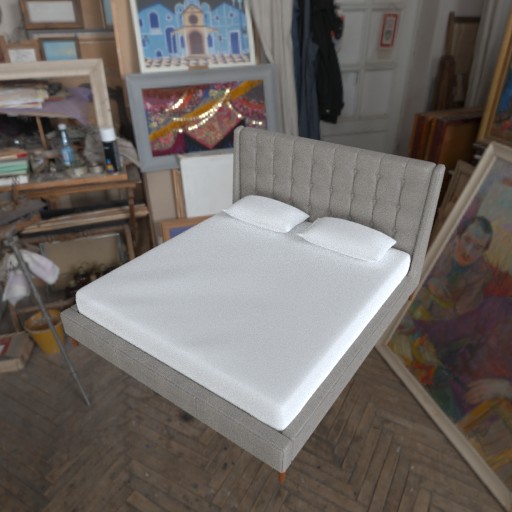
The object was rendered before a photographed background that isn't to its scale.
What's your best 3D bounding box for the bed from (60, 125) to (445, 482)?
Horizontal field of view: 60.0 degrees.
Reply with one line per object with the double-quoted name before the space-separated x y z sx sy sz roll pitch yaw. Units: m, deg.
"bed" 0.000 0.000 3.554 2.062 1.289 2.342 20 37 30
